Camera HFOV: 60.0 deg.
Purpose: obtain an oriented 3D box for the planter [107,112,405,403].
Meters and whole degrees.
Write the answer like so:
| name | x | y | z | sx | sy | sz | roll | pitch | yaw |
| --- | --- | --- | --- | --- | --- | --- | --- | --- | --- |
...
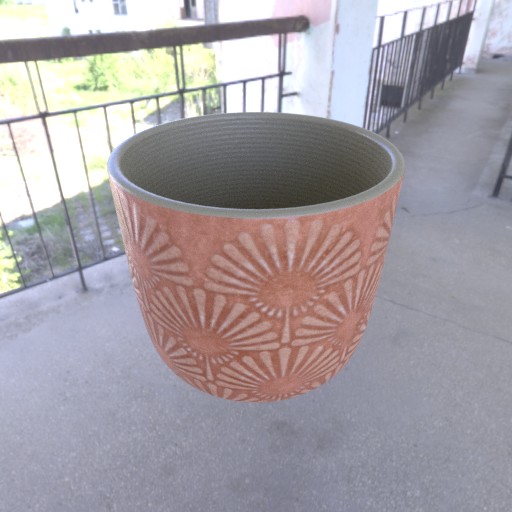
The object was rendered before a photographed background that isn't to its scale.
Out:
| name | x | y | z | sx | sy | sz | roll | pitch | yaw |
| --- | --- | --- | --- | --- | --- | --- | --- | --- | --- |
| planter | 0.000 | 0.000 | 0.219 | 0.124 | 0.109 | 0.124 | 0 | 32 | 0 |
